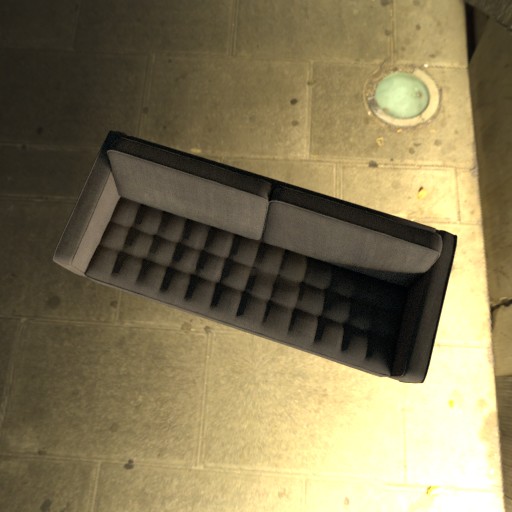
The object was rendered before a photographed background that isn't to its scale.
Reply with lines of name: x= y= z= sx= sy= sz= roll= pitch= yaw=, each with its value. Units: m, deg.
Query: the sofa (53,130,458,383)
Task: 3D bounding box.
sofa: x=0.000 y=0.000 z=2.787 sx=2.295 sy=0.813 sz=0.923 roll=18 pitch=76 yaw=4
